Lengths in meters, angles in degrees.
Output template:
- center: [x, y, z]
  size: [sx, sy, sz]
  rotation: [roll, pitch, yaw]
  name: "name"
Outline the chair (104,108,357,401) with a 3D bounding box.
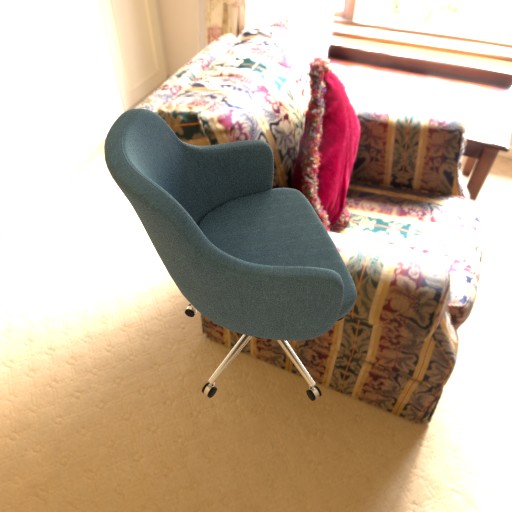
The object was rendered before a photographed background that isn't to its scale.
- center: [0.000, 0.000, 1.270]
  size: [0.655, 0.820, 0.599]
  rotation: [-11, 47, -11]
  name: "chair"
